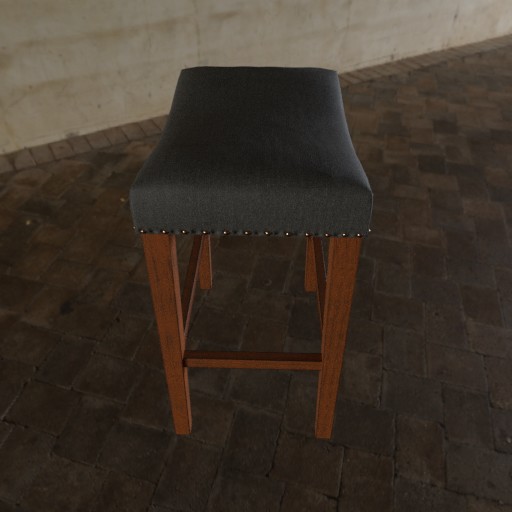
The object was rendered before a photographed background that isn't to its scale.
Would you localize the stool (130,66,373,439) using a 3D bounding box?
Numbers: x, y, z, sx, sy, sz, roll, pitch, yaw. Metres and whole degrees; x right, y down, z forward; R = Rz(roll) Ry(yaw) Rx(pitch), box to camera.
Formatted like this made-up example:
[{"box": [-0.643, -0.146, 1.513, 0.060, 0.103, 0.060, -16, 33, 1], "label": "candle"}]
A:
[{"box": [0.000, 0.000, 0.873, 0.320, 0.612, 0.439, 1, 42, 1], "label": "stool"}]
